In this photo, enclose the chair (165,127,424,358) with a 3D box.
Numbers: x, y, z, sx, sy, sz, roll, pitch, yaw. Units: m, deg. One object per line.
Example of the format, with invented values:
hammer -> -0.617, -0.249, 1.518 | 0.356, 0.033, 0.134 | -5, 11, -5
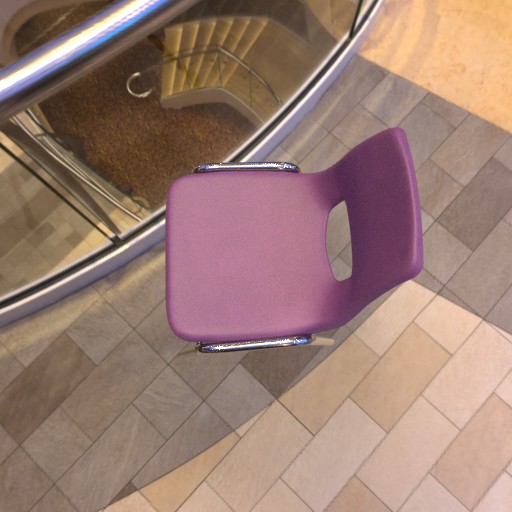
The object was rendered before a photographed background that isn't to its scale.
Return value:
chair -> 0.000, 0.000, 0.900 | 0.432, 0.654, 0.381 | -3, 77, -1
